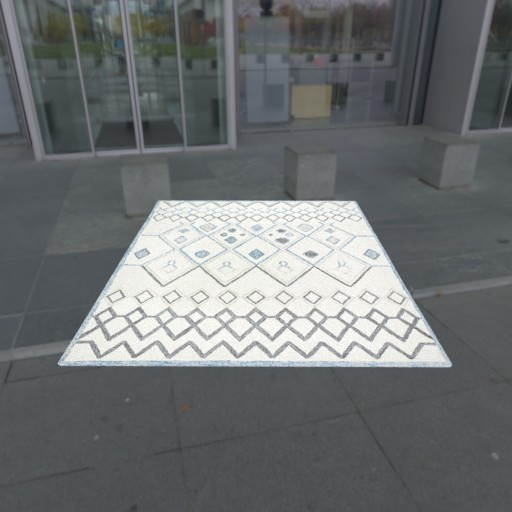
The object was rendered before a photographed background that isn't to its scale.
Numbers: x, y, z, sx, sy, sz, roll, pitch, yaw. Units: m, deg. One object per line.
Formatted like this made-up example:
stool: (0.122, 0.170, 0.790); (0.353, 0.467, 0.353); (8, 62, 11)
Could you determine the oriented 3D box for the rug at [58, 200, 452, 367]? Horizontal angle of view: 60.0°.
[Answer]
rug: (0.000, 0.000, 4.100); (2.441, 0.013, 3.056); (0, 26, 0)
